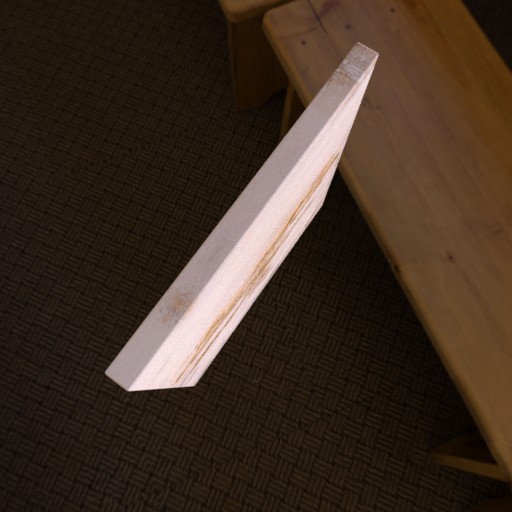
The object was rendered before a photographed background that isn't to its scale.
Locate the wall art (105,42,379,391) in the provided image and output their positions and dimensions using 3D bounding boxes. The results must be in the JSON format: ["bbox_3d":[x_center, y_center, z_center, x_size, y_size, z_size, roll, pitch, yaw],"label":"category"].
[{"bbox_3d":[0.000,0.000,0.916,0.040,0.613,0.611,34,77,9],"label":"wall art"}]
